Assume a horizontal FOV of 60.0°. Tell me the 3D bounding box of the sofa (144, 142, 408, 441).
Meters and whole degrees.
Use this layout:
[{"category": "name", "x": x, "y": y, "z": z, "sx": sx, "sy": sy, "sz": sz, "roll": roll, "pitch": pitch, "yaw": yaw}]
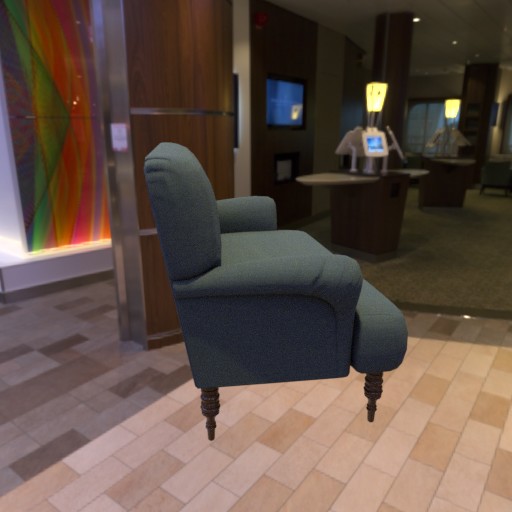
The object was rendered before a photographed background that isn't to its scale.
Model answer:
[{"category": "sofa", "x": 0.000, "y": 0.000, "z": 1.842, "sx": 0.779, "sy": 0.889, "sz": 1.297, "roll": -3, "pitch": 16, "yaw": -9}]
